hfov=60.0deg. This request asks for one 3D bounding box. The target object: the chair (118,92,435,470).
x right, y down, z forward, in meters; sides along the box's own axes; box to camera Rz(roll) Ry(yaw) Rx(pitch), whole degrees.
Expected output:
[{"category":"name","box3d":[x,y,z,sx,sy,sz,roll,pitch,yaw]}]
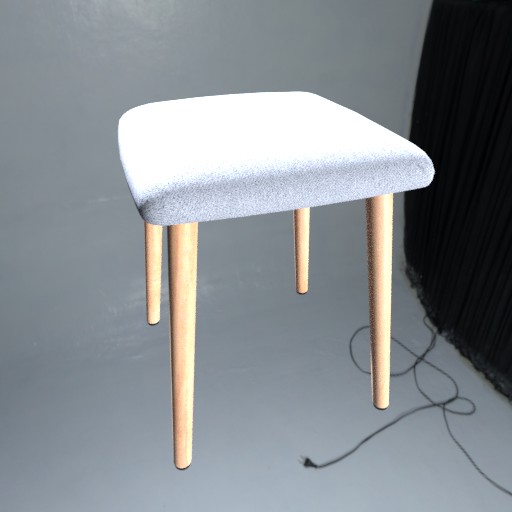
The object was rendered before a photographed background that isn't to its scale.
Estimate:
[{"category":"chair","box3d":[0.000,0.000,0.683,0.350,0.440,0.350,-10,34,-15]}]
